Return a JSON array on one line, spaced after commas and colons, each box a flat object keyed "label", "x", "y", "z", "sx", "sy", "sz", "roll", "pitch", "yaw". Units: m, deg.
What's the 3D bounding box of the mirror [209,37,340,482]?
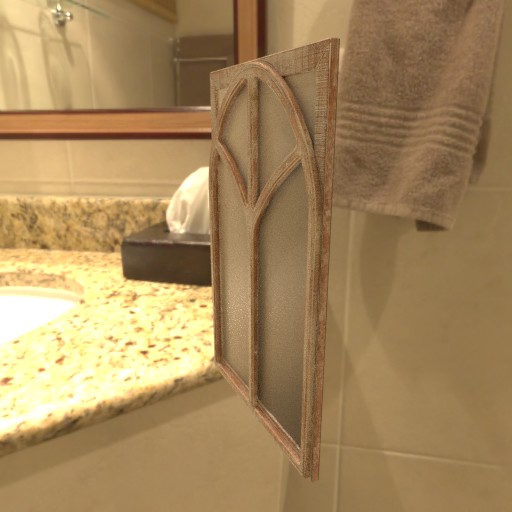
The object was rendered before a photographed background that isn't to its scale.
[{"label": "mirror", "x": 0.000, "y": 0.000, "z": 0.961, "sx": 0.058, "sy": 0.787, "sz": 0.495, "roll": -8, "pitch": 18, "yaw": -25}]
